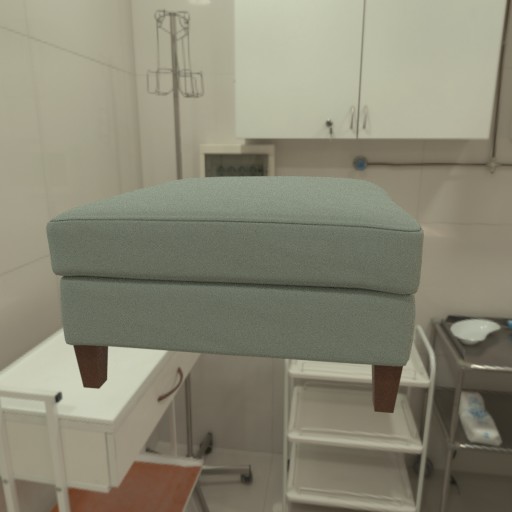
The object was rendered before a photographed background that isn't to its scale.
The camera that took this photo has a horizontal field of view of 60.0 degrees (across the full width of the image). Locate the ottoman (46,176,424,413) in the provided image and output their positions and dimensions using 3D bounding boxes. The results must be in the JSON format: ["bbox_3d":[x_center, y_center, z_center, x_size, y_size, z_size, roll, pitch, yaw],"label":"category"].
[{"bbox_3d":[0.000,0.000,1.446,0.842,0.494,0.991,2,15,8],"label":"ottoman"}]
